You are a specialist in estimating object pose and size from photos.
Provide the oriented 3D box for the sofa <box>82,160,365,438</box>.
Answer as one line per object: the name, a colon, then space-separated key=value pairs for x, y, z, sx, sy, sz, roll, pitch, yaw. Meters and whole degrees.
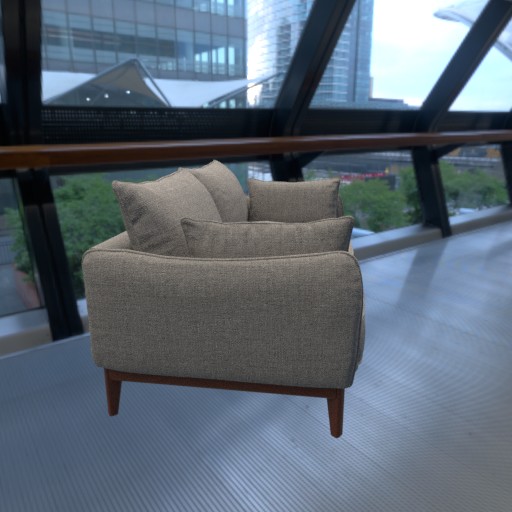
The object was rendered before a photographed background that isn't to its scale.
sofa: x=0.000 y=0.000 z=2.160 sx=0.972 sy=0.851 sz=1.580 roll=2 pitch=16 yaw=8
